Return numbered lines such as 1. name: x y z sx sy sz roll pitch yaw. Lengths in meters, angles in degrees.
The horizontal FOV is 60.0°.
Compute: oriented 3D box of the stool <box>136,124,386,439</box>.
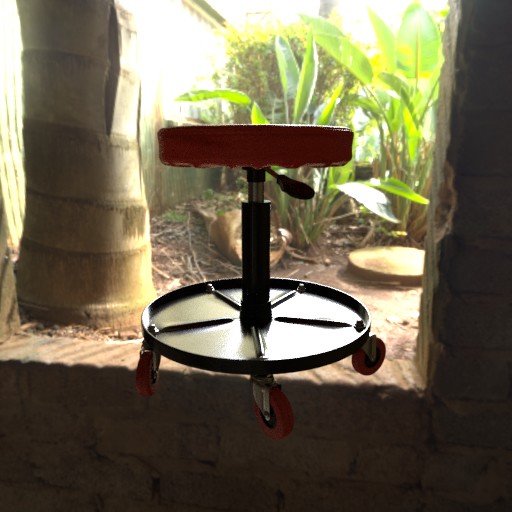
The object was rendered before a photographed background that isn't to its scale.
1. stool: 0.000 0.000 0.660 0.381 0.365 0.382 -7 15 -26
